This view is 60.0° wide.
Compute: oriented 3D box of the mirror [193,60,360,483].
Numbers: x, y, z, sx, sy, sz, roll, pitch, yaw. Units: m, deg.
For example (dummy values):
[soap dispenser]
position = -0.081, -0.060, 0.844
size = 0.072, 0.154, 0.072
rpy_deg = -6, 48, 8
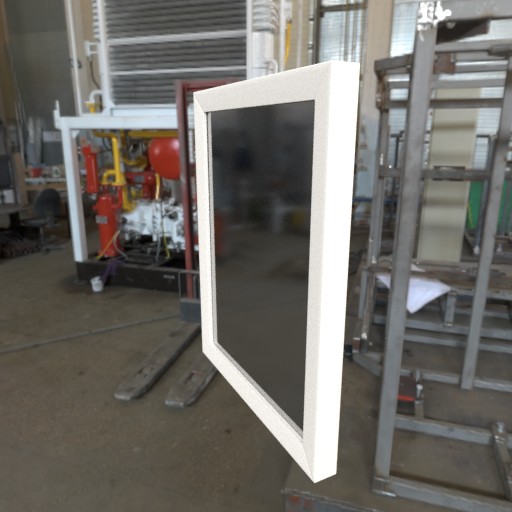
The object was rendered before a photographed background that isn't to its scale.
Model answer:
[mirror]
position = 0.000, 0.000, 0.690
size = 0.041, 0.508, 0.405
rpy_deg = -8, 17, -26
